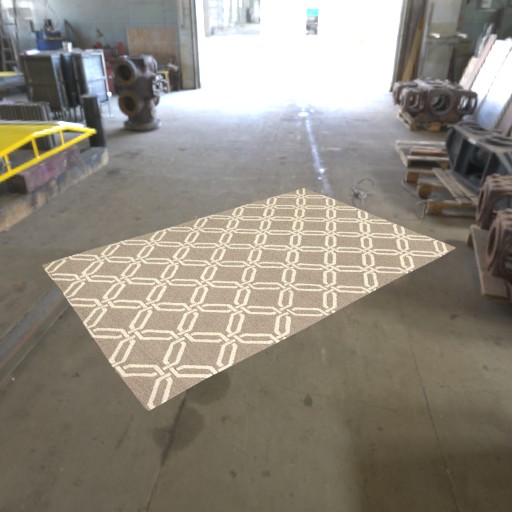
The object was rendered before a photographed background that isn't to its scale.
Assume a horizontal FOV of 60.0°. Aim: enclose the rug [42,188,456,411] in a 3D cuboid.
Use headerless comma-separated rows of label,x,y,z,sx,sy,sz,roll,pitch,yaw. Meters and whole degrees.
rug,0.000,0.000,2.206,1.748,0.010,1.142,-21,35,-33
